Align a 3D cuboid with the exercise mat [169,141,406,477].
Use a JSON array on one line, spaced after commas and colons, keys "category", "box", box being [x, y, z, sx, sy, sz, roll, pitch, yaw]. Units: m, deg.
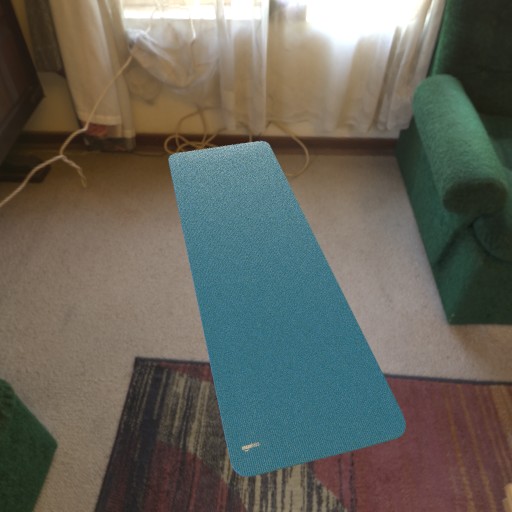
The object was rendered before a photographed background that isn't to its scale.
[{"category": "exercise mat", "box": [0.000, 0.000, 2.073, 0.616, 0.021, 1.869, -11, 48, -10]}]
